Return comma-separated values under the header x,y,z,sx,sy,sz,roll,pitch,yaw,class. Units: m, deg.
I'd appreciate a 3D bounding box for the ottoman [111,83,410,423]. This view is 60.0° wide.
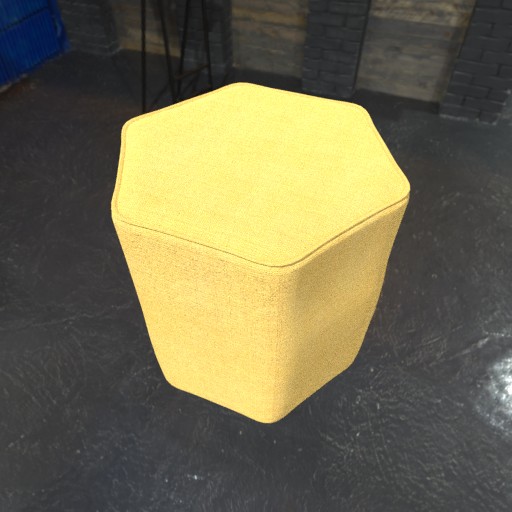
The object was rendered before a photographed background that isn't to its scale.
x,y,z,sx,sy,sz,roll,pitch,yaw,class
0.000,0.000,0.880,0.494,0.502,0.443,17,49,15,ottoman
